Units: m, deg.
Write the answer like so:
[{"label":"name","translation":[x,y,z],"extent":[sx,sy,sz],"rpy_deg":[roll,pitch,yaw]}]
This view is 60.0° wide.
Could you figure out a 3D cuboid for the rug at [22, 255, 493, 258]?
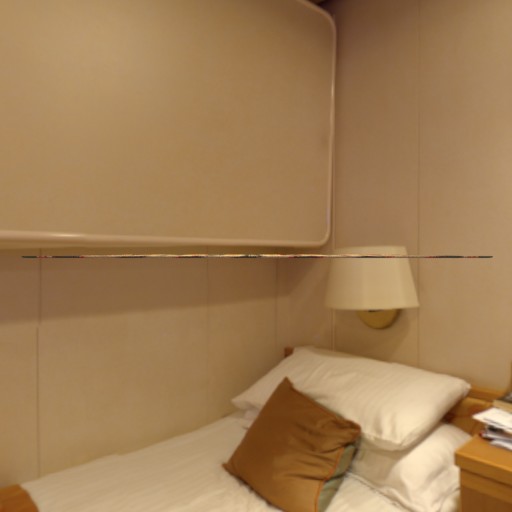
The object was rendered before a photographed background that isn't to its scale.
[{"label":"rug","translation":[0.000,0.000,3.047],"extent":[2.447,0.011,1.520],"rpy_deg":[0,0,0]}]
